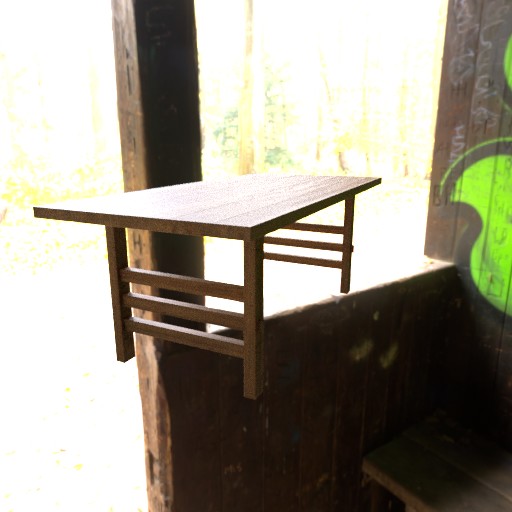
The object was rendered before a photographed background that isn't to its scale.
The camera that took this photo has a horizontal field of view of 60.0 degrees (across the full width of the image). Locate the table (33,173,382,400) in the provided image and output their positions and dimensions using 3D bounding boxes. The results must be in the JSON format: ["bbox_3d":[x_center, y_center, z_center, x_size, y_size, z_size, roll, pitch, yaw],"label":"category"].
[{"bbox_3d":[0.000,0.000,2.483,0.952,0.760,2.003,7,16,25],"label":"table"}]
